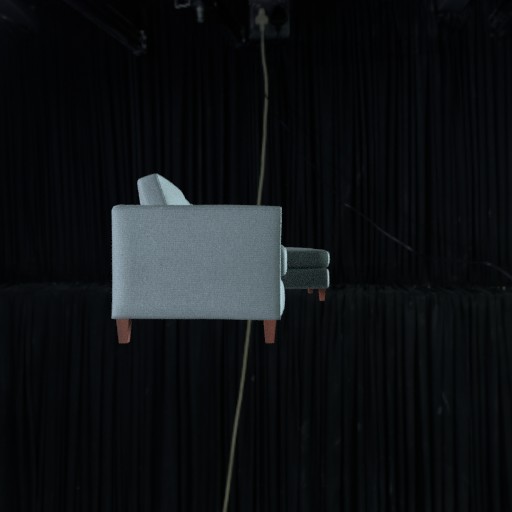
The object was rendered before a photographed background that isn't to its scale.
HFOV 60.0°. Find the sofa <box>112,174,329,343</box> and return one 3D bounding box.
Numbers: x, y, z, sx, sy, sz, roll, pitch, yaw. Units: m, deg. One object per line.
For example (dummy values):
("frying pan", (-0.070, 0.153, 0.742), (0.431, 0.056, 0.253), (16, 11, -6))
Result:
("sofa", (0.000, 0.000, 4.079), (1.604, 0.950, 3.471), (0, 0, 0))
